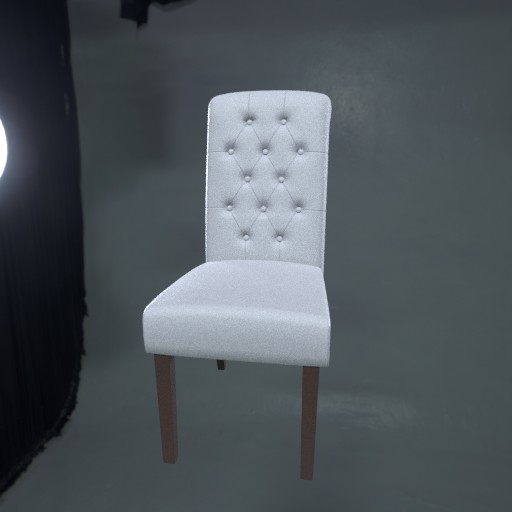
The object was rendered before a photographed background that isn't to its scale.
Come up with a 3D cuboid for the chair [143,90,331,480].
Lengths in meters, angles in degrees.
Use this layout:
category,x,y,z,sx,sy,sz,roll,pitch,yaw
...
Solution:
category,x,y,z,sx,sy,sz,roll,pitch,yaw
chair,0.000,0.000,1.347,0.456,1.006,0.671,2,14,9
